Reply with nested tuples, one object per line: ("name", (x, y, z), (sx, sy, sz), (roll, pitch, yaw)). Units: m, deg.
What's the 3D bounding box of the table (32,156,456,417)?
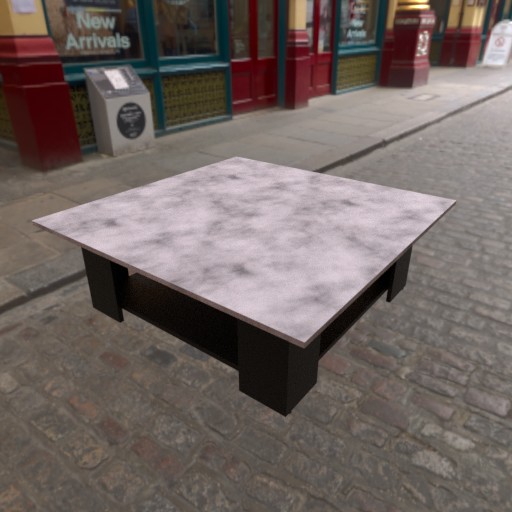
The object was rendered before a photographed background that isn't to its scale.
("table", (0.000, 0.000, 1.374), (0.890, 0.305, 0.890), (19, 33, 33))
